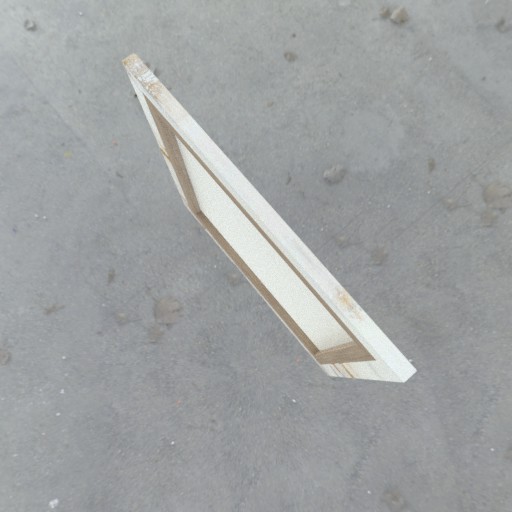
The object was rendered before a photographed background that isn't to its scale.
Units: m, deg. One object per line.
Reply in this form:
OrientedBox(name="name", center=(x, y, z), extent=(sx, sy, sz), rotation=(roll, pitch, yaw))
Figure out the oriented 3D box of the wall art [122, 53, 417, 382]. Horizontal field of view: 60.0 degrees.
OrientedBox(name="wall art", center=(0.000, 0.000, 1.516), extent=(0.040, 1.018, 1.015), rotation=(-39, 79, -9))
